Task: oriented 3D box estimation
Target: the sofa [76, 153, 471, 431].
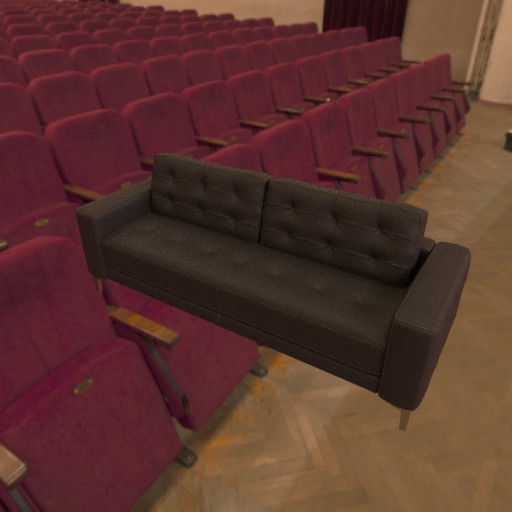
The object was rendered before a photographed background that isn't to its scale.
[{"bbox_3d":[0.000,0.000,2.700,2.275,0.893,0.833,18,35,27],"label":"sofa"}]
